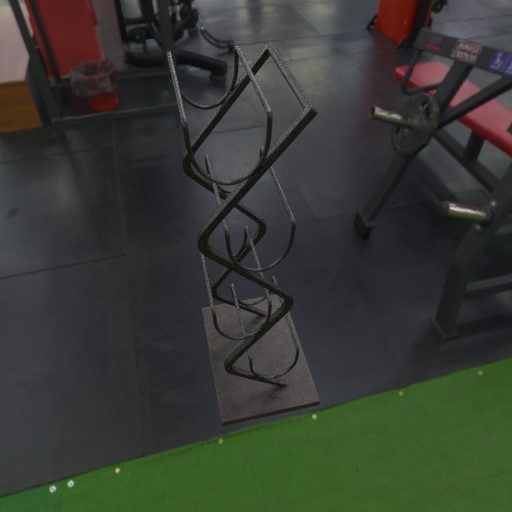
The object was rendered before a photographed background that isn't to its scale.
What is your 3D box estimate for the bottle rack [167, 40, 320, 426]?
[{"bbox_3d":[0.000,0.000,0.672,0.178,0.559,0.254,-9,47,-9],"label":"bottle rack"}]
